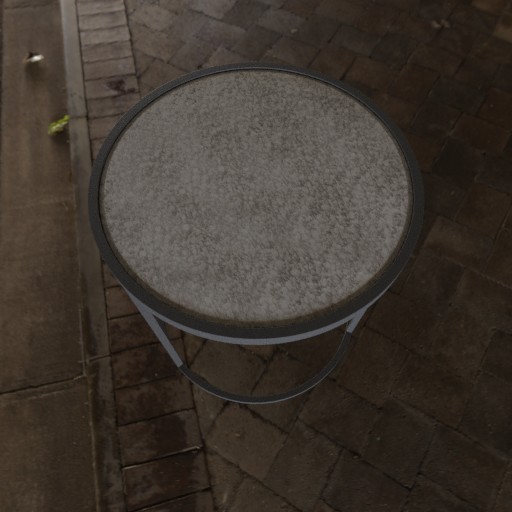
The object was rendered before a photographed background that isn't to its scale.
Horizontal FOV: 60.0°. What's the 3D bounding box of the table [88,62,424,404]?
[{"bbox_3d":[0.000,0.000,0.849,0.470,0.498,0.470,0,63,0],"label":"table"}]
